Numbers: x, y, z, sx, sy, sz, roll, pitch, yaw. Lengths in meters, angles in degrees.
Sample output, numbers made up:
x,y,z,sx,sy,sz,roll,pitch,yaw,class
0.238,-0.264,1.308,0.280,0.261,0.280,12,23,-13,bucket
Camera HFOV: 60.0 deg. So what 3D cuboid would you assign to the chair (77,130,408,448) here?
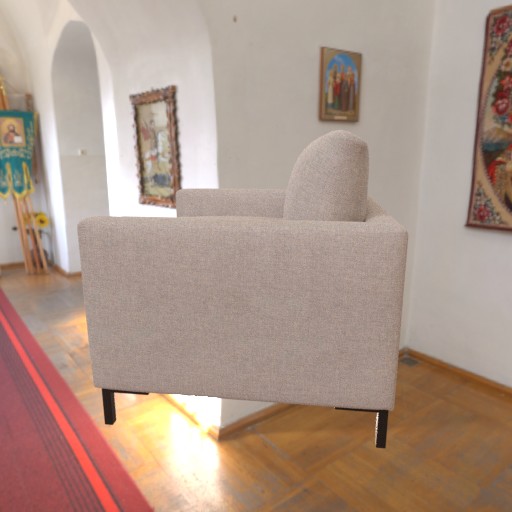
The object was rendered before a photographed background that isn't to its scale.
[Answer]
x,y,z,sx,sy,sz,roll,pitch,yaw,class
0.000,0.000,1.596,0.866,0.861,0.963,2,14,7,chair
